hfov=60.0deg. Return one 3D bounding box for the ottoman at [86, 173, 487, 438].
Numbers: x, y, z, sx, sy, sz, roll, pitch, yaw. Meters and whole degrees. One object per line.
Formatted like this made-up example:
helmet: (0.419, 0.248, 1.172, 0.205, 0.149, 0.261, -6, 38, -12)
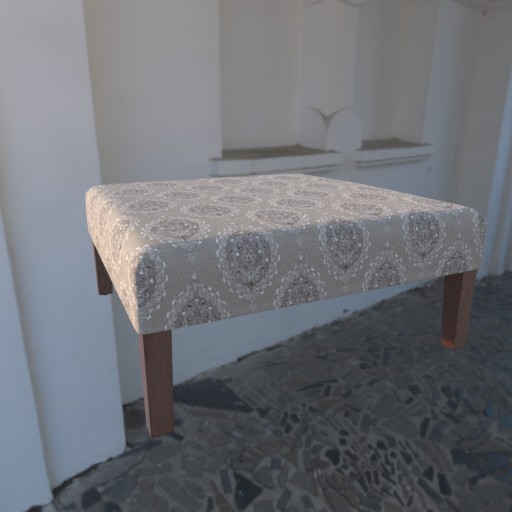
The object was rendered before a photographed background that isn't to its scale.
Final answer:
ottoman: (0.000, 0.000, 1.365, 0.889, 0.411, 0.890, -8, 19, -24)
